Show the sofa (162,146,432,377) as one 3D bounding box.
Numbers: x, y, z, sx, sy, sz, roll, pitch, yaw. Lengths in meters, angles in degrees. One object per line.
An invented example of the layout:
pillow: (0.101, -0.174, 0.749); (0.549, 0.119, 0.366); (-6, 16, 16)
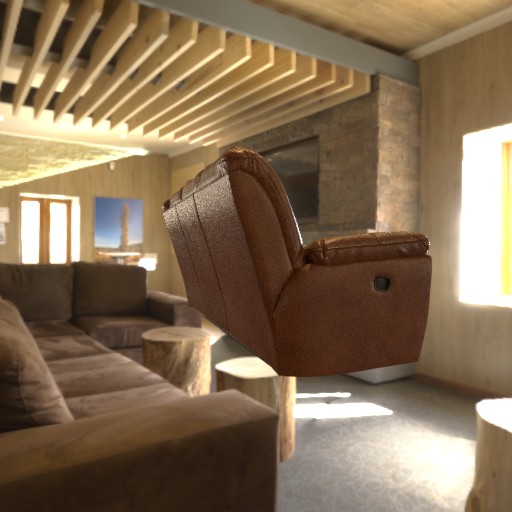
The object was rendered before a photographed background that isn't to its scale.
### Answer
sofa: (0.000, 0.000, 2.929); (0.991, 1.043, 2.337); (0, 1, -18)
